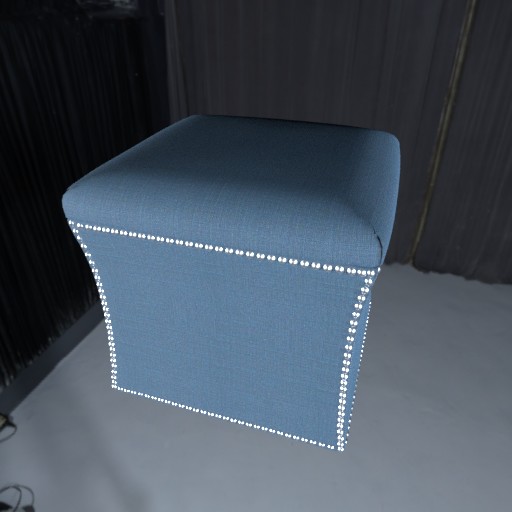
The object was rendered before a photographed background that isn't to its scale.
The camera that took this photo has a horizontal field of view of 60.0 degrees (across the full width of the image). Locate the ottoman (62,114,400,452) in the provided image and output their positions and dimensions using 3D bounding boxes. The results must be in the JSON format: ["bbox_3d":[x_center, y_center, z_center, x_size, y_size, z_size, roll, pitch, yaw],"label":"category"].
[{"bbox_3d":[0.000,0.000,0.911,0.507,0.475,0.497,10,33,15],"label":"ottoman"}]
